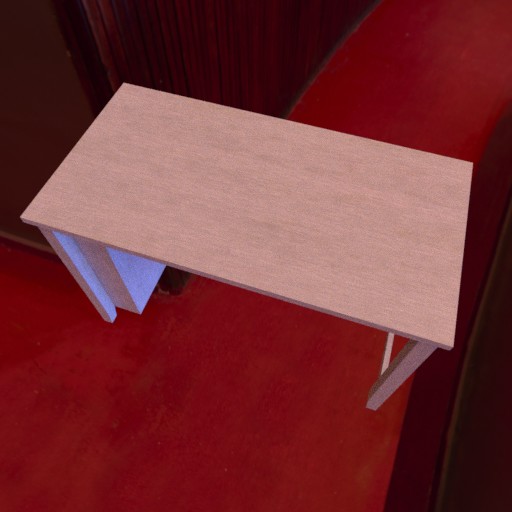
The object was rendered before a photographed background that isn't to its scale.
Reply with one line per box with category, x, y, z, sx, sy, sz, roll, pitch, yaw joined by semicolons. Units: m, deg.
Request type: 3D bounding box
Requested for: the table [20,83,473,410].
table;0.000;0.000;1.896;1.397;0.874;0.729;16;59;10
